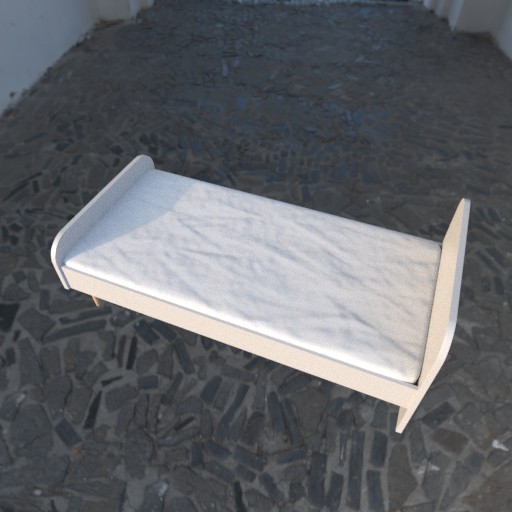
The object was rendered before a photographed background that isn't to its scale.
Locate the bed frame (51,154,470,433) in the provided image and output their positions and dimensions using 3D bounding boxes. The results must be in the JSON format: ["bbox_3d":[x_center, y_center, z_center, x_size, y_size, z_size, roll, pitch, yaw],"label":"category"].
[{"bbox_3d":[0.000,0.000,2.479,1.963,0.805,0.998,17,49,15],"label":"bed frame"}]
